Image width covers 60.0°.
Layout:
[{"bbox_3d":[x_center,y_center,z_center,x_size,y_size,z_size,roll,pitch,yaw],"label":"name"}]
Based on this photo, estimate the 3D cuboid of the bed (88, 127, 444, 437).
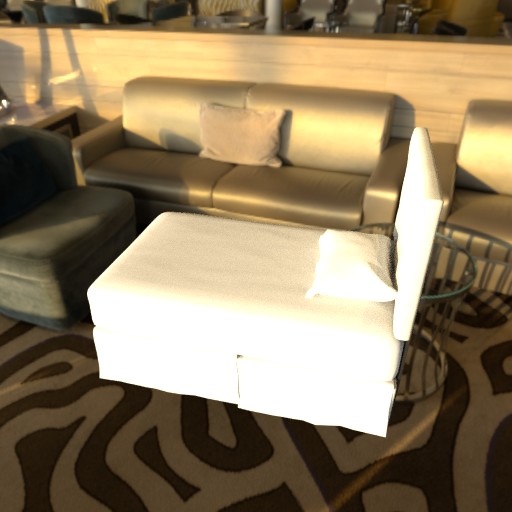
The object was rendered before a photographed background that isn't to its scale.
[{"bbox_3d":[0.000,0.000,2.983,1.997,1.571,1.261,8,33,12],"label":"bed"}]
